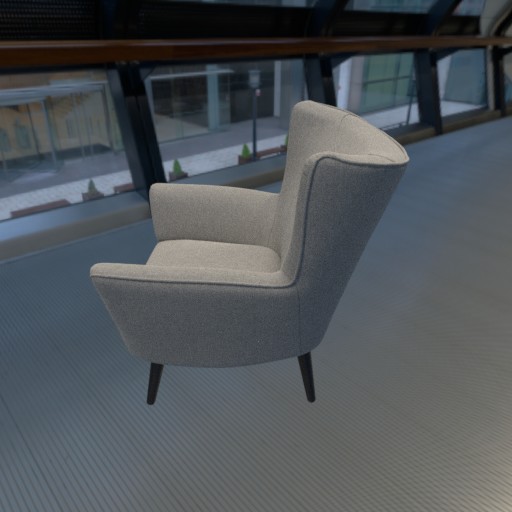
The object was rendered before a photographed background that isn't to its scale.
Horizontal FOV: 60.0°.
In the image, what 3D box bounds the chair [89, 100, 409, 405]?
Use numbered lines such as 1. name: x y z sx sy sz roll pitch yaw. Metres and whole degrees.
1. chair: 0.000 0.000 1.555 0.888 0.933 0.781 1 28 2
